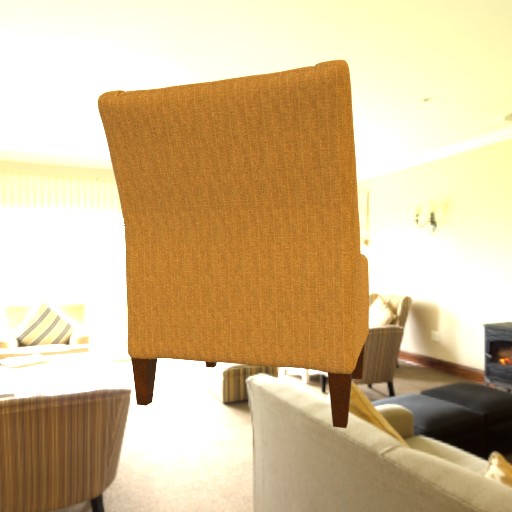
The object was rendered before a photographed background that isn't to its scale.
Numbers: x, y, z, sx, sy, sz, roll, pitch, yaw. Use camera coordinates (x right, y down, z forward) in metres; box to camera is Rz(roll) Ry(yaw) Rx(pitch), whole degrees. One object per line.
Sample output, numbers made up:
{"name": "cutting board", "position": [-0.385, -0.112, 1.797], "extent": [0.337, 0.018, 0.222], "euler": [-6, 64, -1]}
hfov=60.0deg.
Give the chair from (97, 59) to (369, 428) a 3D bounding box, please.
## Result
{"name": "chair", "position": [0.000, 0.000, 1.628], "extent": [0.774, 1.014, 0.870], "euler": [0, -1, 18]}
